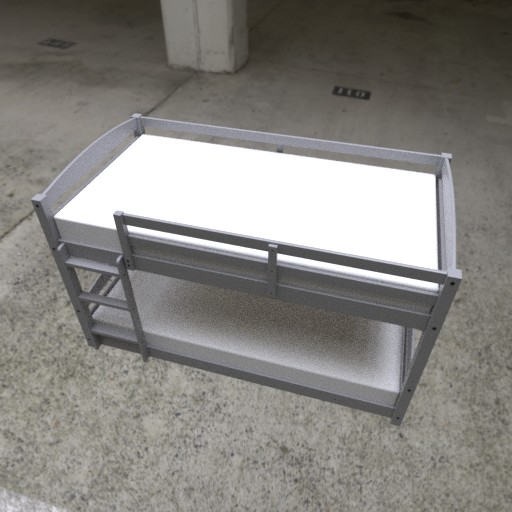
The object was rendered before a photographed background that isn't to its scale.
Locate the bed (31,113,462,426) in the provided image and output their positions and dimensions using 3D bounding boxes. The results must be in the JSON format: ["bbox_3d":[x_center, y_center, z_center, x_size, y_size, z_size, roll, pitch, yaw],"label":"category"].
[{"bbox_3d":[0.000,0.000,2.714,2.013,1.206,1.105,11,42,12],"label":"bed"}]
